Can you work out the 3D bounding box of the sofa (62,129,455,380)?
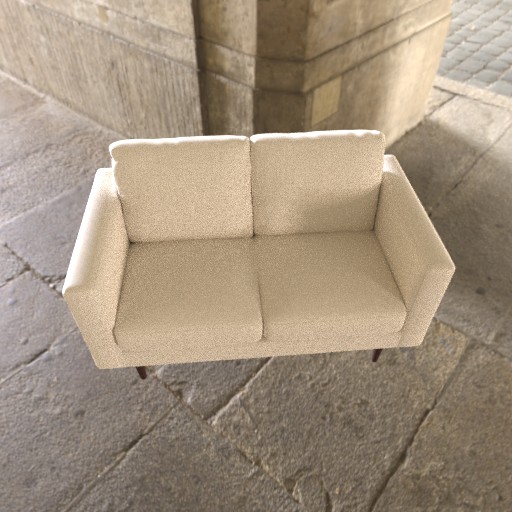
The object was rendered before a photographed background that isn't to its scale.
[{"bbox_3d":[0.000,0.000,2.000,1.430,0.908,0.796,-3,46,-3],"label":"sofa"}]
